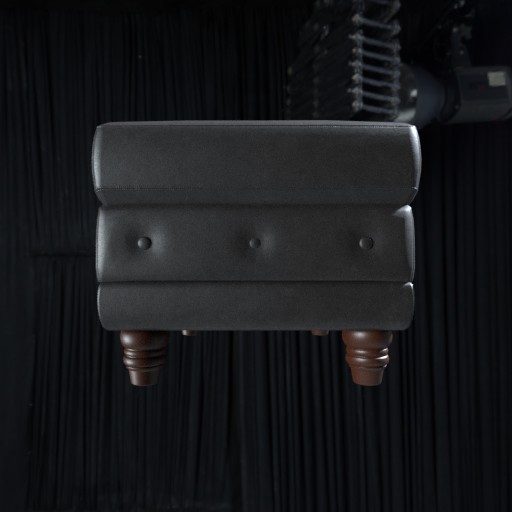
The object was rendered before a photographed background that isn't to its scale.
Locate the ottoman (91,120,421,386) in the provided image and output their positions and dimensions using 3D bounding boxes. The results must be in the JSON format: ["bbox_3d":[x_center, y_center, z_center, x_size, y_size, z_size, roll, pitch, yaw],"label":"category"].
[{"bbox_3d":[0.000,0.000,1.160,0.590,0.498,0.795,0,-1,0],"label":"ottoman"}]
